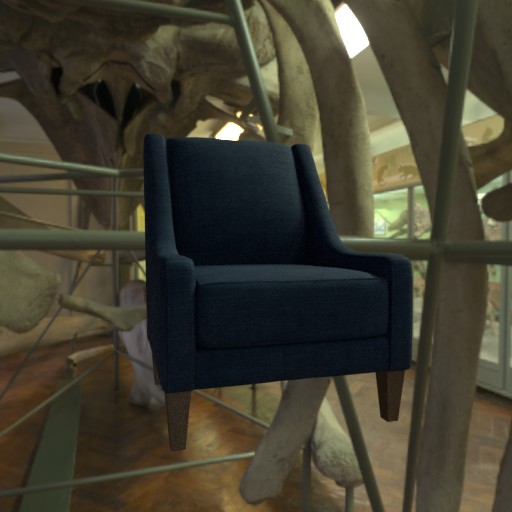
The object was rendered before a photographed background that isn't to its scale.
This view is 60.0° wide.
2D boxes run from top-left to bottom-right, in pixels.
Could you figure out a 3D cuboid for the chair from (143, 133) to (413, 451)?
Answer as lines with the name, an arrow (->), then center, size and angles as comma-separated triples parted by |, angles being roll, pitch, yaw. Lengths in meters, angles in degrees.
chair -> 0.000, 0.000, 1.626 | 0.774, 1.014, 0.870 | -1, 2, -17
